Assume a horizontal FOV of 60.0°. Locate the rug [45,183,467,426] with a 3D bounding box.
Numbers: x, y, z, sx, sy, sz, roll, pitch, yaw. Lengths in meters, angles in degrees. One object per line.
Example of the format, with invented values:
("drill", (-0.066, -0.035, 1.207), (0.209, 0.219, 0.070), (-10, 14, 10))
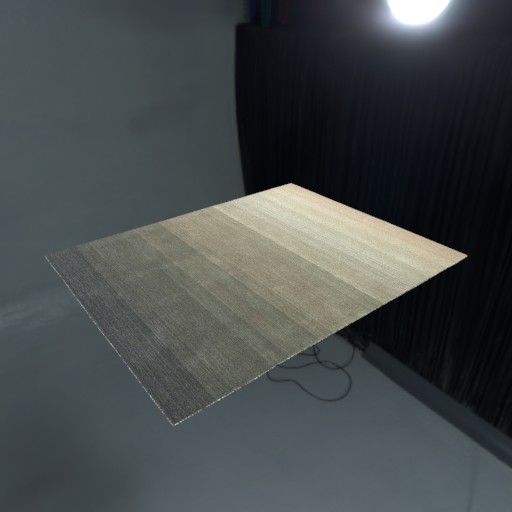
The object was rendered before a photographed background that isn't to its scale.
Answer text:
("rug", (0.000, 0.000, 3.902), (2.932, 0.015, 2.315), (-21, 36, -33))
